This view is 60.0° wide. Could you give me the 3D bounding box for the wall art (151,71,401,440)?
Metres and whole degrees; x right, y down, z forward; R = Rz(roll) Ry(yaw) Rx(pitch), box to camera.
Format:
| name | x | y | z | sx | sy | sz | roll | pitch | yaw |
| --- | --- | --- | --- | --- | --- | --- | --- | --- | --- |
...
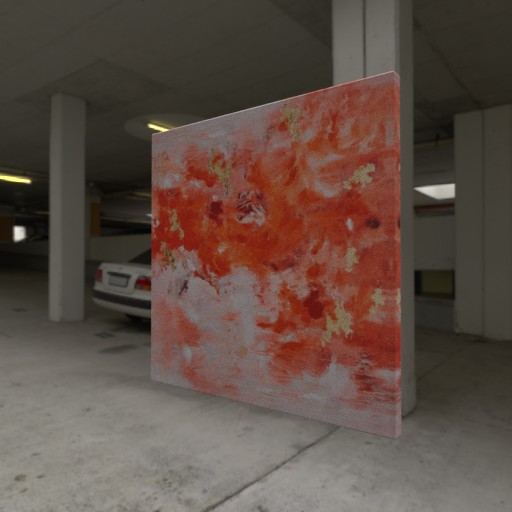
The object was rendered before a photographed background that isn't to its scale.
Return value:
| name | x | y | z | sx | sy | sz | roll | pitch | yaw |
| --- | --- | --- | --- | --- | --- | --- | --- | --- | --- |
| wall art | 0.000 | 0.000 | 1.142 | 0.747 | 0.746 | 0.064 | -1 | -1 | 37 |
